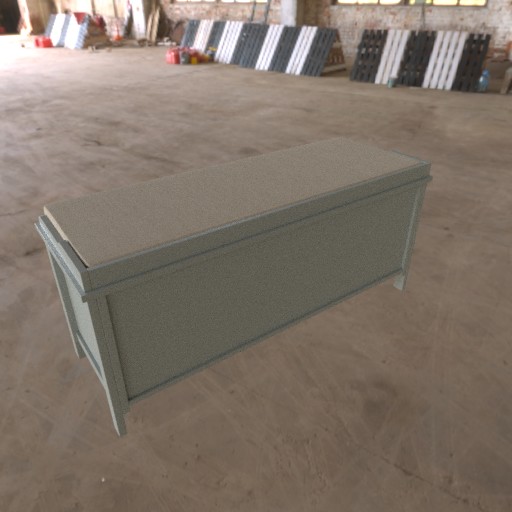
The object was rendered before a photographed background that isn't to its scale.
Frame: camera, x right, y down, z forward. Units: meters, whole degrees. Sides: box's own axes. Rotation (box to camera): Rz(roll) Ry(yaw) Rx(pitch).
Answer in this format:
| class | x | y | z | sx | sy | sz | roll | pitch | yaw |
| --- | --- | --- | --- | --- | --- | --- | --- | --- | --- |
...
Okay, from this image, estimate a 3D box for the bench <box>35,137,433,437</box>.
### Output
| class | x | y | z | sx | sy | sz | roll | pitch | yaw |
| --- | --- | --- | --- | --- | --- | --- | --- | --- | --- |
| bench | 0.000 | 0.000 | 1.410 | 1.140 | 0.501 | 0.398 | -20 | 36 | -30 |
